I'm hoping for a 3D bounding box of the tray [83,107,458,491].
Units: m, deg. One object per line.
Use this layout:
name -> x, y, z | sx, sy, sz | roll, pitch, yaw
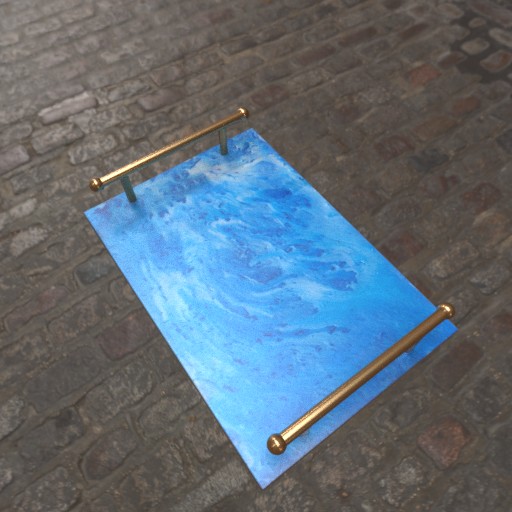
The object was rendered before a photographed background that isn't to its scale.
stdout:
tray -> 0.000, 0.000, 0.577 | 0.304, 0.084, 0.444 | -32, 63, -18
